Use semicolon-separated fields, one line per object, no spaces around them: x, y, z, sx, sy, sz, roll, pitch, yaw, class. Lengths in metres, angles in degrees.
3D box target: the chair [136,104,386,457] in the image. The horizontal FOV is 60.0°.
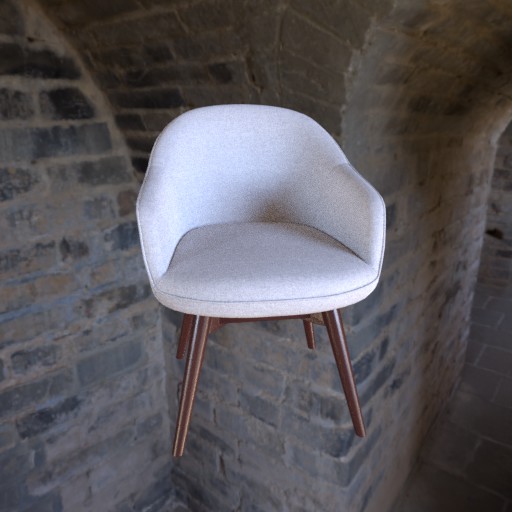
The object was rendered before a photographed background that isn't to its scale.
0.000;0.000;1.233;0.596;0.823;0.635;-3;17;-8;chair
